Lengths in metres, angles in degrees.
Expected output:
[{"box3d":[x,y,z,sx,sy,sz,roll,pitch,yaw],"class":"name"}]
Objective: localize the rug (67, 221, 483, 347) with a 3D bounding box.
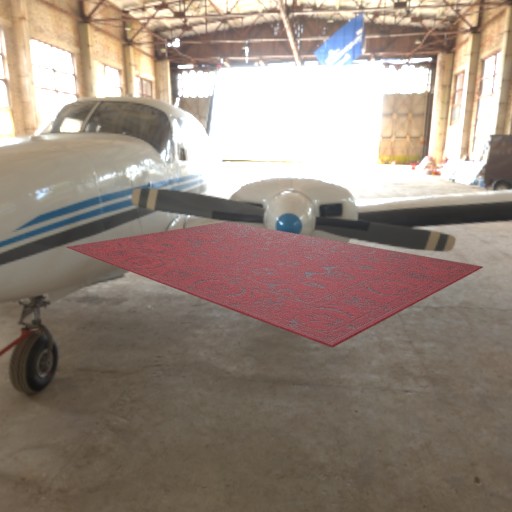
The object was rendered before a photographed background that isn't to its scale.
[{"box3d":[0.000,0.000,2.291,1.814,0.008,1.209,13,19,43],"class":"rug"}]
